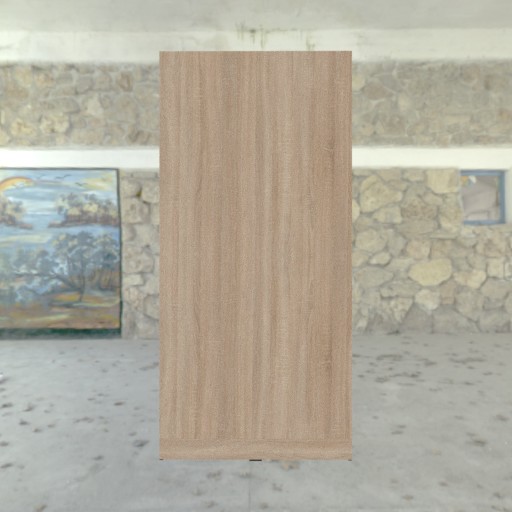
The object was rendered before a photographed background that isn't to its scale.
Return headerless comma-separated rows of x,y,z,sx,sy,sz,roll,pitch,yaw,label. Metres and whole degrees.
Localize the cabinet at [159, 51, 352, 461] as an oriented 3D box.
0.000,0.000,2.588,1.001,2.121,0.590,0,0,0,cabinet
